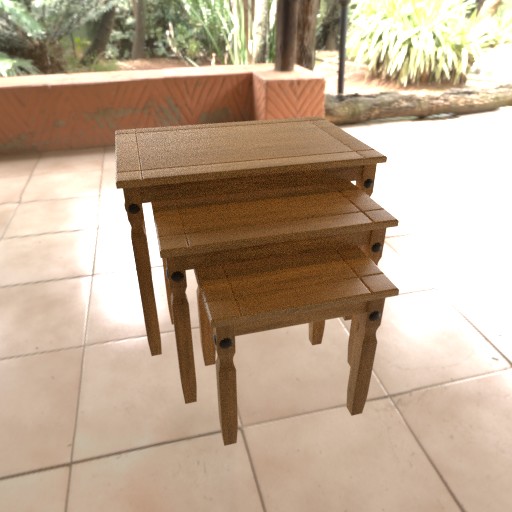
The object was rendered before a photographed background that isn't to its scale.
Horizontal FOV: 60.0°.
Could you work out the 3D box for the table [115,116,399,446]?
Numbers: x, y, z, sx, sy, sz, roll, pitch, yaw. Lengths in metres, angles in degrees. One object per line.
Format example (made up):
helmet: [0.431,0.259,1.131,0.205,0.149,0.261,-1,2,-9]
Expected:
table: [0.000,0.000,1.216,0.660,0.535,0.773,-8,32,-13]
